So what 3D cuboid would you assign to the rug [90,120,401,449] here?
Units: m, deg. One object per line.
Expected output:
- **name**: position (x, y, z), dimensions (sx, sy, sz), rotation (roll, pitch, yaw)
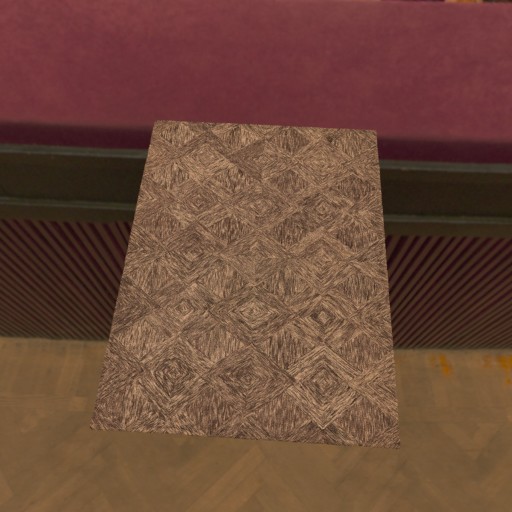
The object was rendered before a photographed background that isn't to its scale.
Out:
- **rug**: position (0.000, 0.000, 4.166), dimensions (2.448, 0.017, 3.204), rotation (3, 64, 2)
